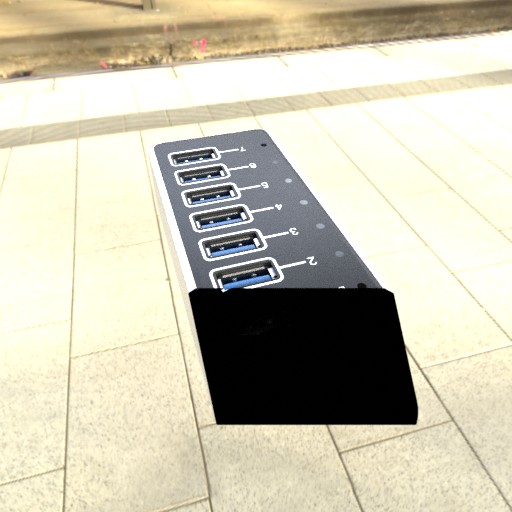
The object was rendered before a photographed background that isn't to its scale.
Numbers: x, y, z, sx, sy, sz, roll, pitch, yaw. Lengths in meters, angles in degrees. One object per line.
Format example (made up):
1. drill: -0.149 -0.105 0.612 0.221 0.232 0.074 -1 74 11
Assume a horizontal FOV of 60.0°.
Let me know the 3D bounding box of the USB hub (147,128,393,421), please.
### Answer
1. USB hub: 0.000 0.000 0.125 0.044 0.023 0.110 -12 43 -13
